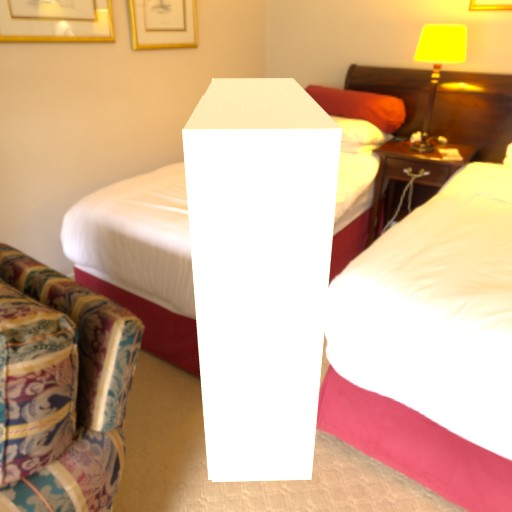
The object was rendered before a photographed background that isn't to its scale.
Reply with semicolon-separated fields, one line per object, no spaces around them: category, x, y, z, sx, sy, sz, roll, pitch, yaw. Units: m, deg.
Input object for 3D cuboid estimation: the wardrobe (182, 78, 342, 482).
wardrobe;0.000;0.000;2.940;0.600;2.020;1.830;-1;27;-1
